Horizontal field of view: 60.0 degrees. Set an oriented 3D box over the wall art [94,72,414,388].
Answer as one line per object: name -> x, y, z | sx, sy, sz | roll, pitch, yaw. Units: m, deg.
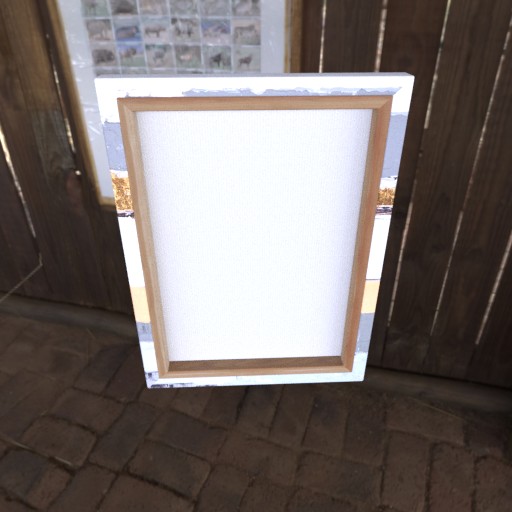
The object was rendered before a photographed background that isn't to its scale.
wall art -> 0.000, 0.000, 0.798 | 0.456, 0.609, 0.038 | -1, 30, -2
